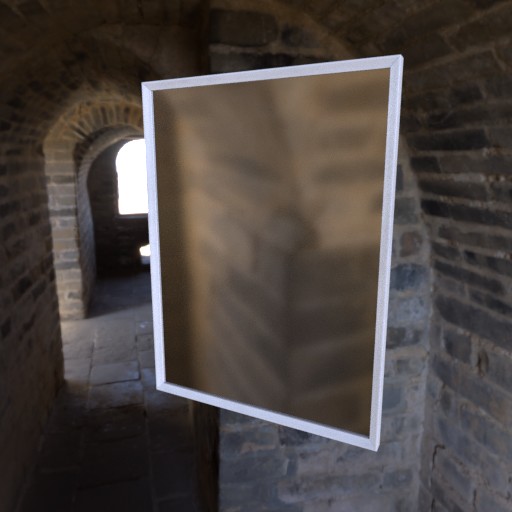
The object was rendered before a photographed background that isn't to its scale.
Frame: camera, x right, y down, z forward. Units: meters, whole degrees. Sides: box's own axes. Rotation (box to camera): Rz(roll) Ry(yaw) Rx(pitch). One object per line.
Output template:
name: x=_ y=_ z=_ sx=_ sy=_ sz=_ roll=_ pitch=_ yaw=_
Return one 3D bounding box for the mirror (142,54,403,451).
mirror: x=0.000 y=0.000 z=1.299 sx=0.762 sy=1.016 sz=0.041 roll=6 pitch=13 yaw=26
